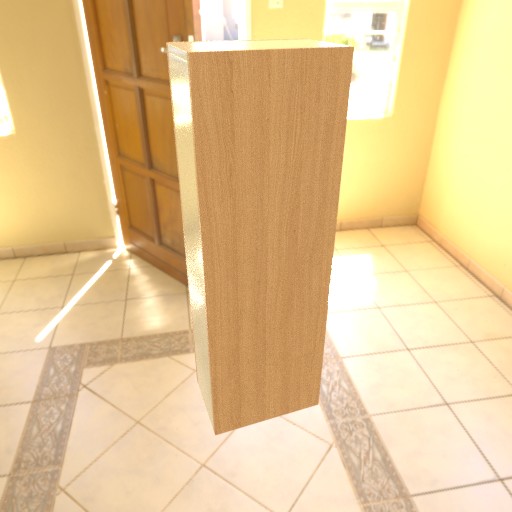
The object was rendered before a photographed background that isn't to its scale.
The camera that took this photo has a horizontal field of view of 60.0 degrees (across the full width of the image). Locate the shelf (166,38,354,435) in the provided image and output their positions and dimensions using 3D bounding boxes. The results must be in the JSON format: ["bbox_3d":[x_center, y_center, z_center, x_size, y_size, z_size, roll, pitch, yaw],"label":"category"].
[{"bbox_3d":[0.000,0.000,1.020,0.290,0.882,0.197,-10,32,-17],"label":"shelf"}]
